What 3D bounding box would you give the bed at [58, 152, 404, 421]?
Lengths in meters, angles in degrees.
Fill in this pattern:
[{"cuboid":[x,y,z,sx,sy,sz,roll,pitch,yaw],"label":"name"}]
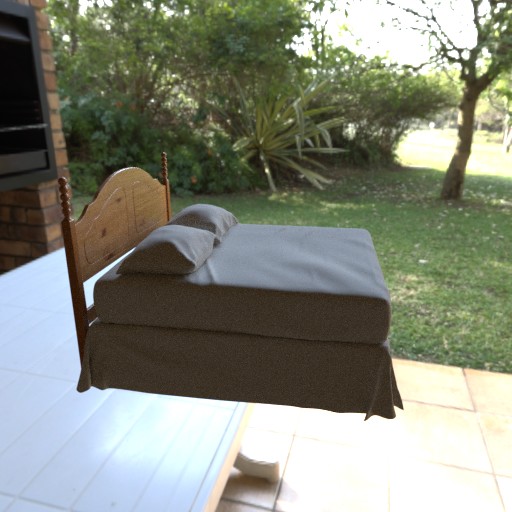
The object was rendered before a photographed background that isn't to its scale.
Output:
[{"cuboid":[0.000,0.000,3.331,2.040,1.356,1.873,3,18,9],"label":"bed"}]
